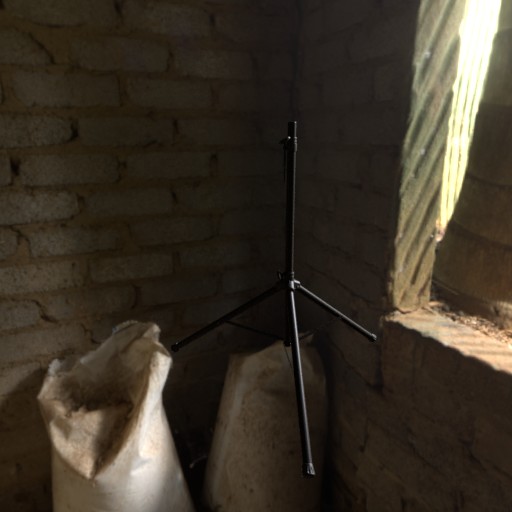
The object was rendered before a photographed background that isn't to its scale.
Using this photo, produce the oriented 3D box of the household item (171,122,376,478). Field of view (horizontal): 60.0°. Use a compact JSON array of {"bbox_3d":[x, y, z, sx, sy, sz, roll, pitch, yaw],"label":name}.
[{"bbox_3d":[0.000,0.000,2.763,1.339,1.595,1.596,7,17,25],"label":"household item"}]
